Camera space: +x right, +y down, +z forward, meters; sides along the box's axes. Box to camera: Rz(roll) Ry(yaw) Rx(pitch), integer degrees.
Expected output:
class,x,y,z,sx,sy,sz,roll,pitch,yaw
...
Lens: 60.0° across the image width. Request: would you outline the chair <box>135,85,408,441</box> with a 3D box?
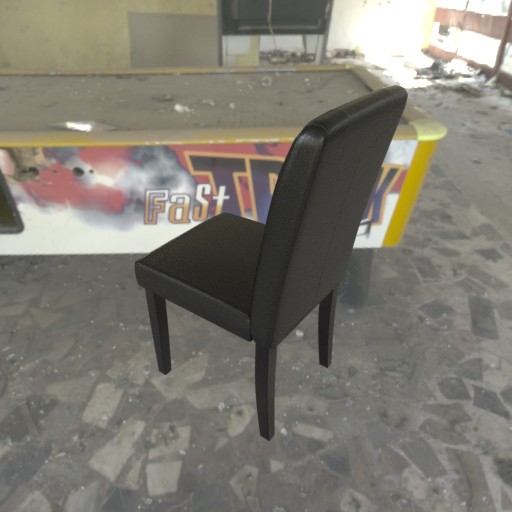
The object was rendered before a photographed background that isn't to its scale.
class,x,y,z,sx,sy,sz,roll,pitch,yaw
chair,0.000,0.000,1.203,0.556,0.897,0.399,21,38,30
